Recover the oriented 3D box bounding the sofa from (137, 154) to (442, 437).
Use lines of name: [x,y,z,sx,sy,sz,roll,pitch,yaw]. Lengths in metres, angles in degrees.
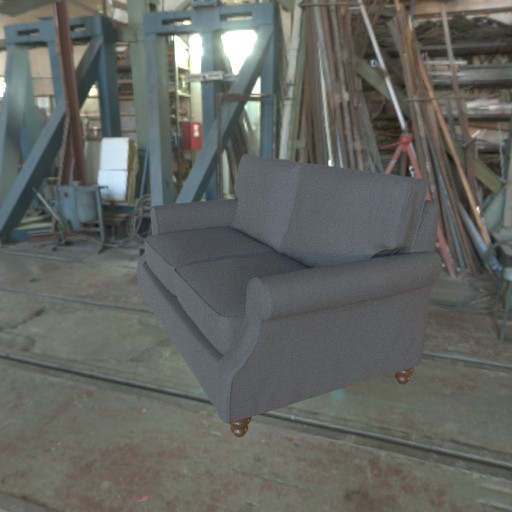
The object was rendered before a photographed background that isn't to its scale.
sofa: [0.000,0.000,2.291,0.964,0.937,1.665,-8,18,-25]
